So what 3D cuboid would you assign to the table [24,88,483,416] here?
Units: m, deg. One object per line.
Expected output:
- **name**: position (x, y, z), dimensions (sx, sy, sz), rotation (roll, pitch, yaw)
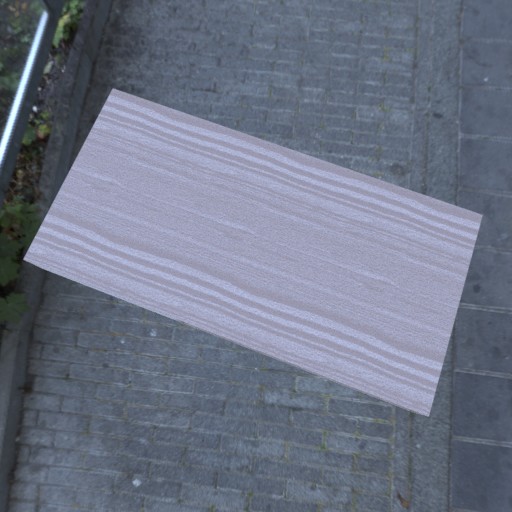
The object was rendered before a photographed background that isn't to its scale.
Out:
- **table**: position (0.000, 0.000, 1.503), dimensions (1.200, 0.450, 0.600), rotation (20, 77, 5)
